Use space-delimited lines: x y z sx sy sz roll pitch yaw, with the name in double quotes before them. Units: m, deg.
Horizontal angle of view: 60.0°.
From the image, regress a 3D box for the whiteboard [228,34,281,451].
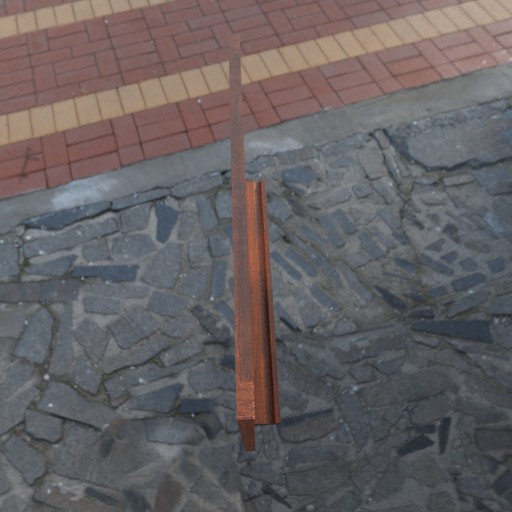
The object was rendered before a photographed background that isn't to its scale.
"whiteboard" 0.000 0.000 0.999 0.083 0.553 0.768 -2 62 -1
